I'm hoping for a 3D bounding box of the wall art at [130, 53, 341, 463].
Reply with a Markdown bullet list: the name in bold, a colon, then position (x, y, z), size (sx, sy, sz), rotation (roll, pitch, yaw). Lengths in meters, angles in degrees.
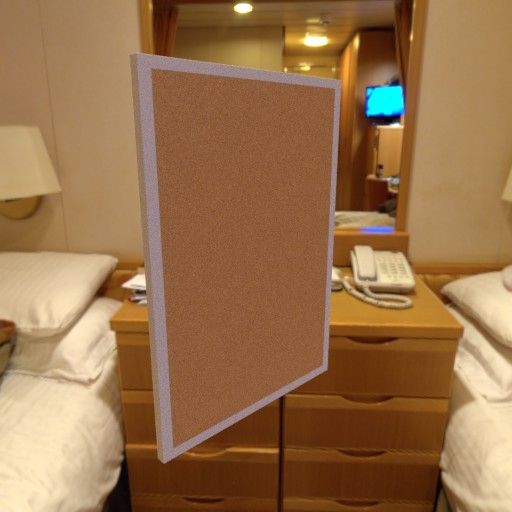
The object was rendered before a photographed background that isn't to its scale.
- **wall art**: position (0.000, 0.000, 0.554), size (0.303, 0.433, 0.013), rotation (-14, 21, -42)
